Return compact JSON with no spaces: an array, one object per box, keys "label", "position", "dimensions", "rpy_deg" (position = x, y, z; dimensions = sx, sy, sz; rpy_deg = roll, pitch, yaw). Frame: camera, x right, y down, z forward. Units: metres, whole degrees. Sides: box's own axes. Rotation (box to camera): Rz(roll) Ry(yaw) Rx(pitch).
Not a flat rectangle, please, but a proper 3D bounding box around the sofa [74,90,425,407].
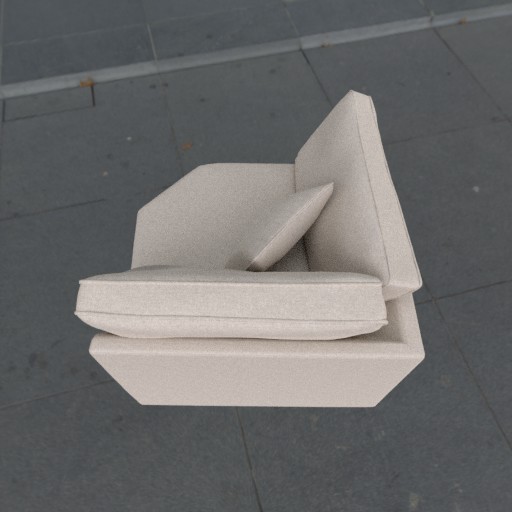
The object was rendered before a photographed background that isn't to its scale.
[{"label":"sofa","position":[0.000,0.000,1.849],"dimensions":[1.042,0.937,1.050],"rpy_deg":[0,59,0]}]
